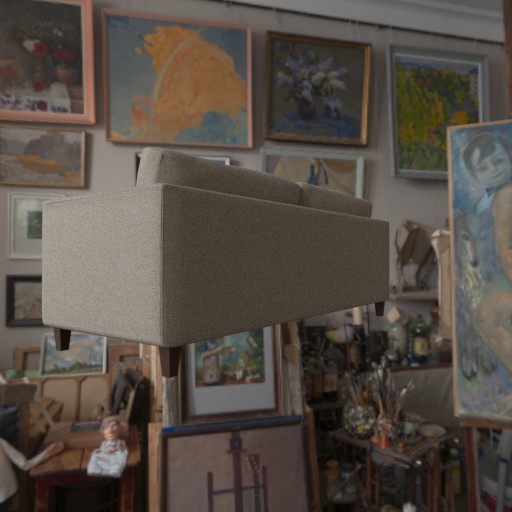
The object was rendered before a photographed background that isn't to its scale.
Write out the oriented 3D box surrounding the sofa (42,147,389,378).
[{"bbox_3d":[0.000,0.000,2.926,0.951,0.965,2.434,0,0,37],"label":"sofa"}]
